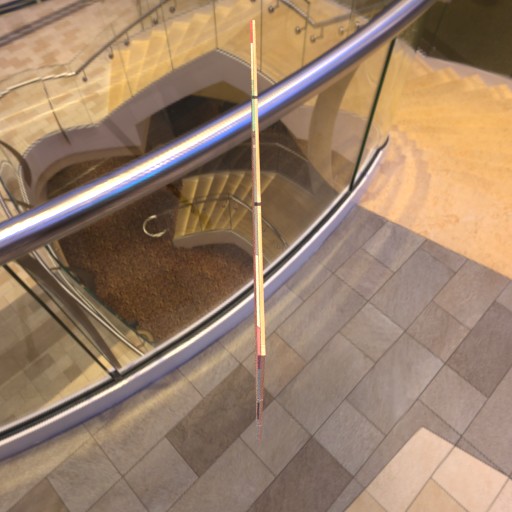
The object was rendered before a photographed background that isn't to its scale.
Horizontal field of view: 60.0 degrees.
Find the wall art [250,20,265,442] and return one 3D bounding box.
[{"bbox_3d":[0.000,0.000,1.329,0.012,0.910,0.911,-1,59,-1],"label":"wall art"}]
